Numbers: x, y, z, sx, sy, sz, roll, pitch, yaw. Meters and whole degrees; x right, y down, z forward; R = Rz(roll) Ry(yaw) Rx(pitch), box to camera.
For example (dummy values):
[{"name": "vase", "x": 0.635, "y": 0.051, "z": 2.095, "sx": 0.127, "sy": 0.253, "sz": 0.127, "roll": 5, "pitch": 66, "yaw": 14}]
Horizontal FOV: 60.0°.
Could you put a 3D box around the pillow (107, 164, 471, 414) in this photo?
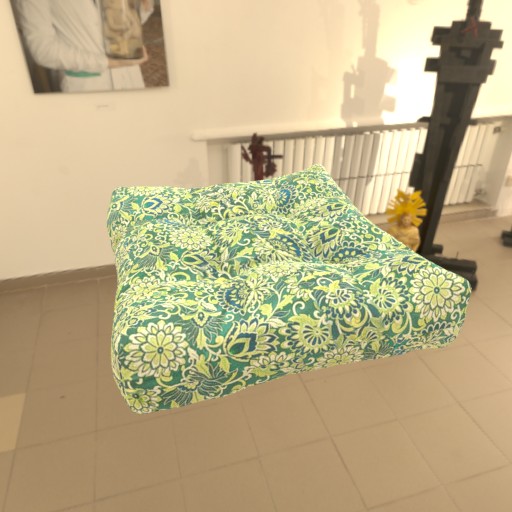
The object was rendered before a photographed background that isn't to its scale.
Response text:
[{"name": "pillow", "x": 0.000, "y": 0.000, "z": 0.733, "sx": 0.468, "sy": 0.128, "sz": 0.490, "roll": -9, "pitch": 32, "yaw": -14}]
